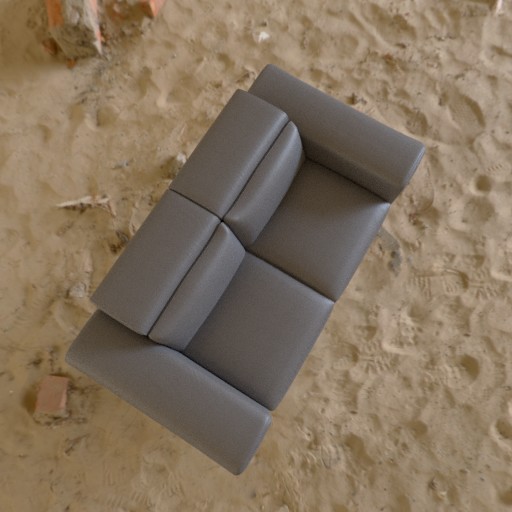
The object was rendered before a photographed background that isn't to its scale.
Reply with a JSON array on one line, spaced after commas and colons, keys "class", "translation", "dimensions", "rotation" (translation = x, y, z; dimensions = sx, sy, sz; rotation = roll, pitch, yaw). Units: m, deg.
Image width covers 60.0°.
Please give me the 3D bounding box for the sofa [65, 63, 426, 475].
[{"class": "sofa", "translation": [0.000, 0.000, 2.430], "dimensions": [1.024, 0.753, 1.930], "rotation": [31, 78, 7]}]
